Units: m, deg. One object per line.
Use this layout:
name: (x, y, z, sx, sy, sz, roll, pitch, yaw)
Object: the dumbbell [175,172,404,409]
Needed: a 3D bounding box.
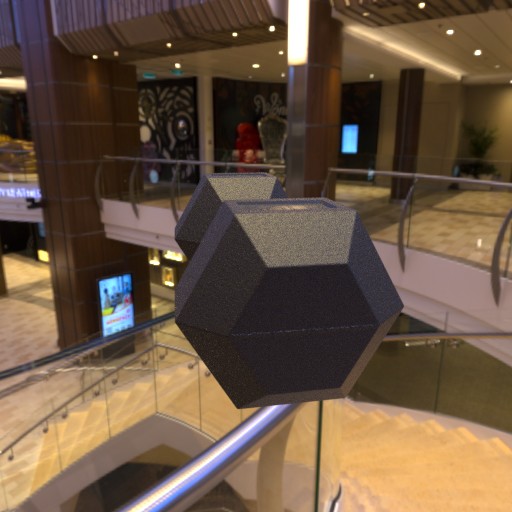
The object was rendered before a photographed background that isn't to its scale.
dumbbell: (0.000, 0.000, 0.478, 0.173, 0.150, 0.384, -3, 16, -10)
